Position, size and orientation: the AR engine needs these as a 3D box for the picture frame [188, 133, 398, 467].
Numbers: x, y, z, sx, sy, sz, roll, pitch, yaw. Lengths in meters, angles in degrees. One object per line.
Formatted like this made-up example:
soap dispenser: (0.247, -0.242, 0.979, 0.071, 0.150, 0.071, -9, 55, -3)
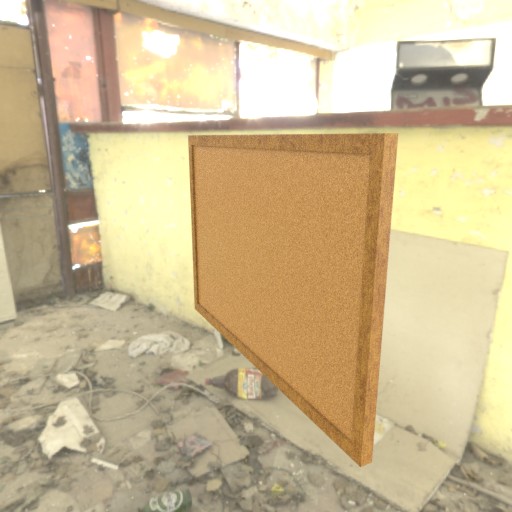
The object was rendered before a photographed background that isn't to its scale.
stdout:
picture frame: (0.000, 0.000, 1.175, 0.029, 0.621, 0.922, -8, 17, -27)
